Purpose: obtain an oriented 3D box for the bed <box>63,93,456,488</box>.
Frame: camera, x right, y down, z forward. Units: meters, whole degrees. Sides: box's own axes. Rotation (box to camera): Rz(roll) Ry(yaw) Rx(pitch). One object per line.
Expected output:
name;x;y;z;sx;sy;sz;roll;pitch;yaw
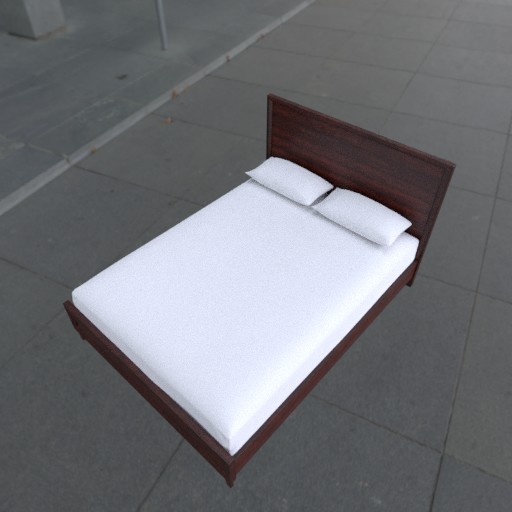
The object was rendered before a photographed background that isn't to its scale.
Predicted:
bed;0.000;0.000;3.968;2.040;1.492;2.803;32;52;29
